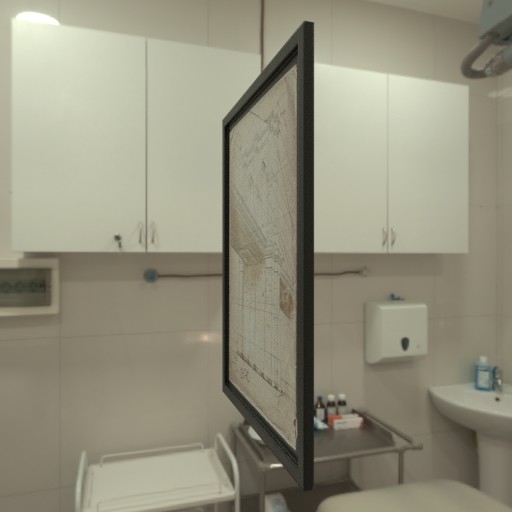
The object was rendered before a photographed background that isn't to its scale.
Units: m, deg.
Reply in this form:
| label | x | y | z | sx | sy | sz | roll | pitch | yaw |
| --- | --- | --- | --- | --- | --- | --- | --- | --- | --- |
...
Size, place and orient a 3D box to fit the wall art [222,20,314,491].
| label | x | y | z | sx | sy | sz | roll | pitch | yaw |
| --- | --- | --- | --- | --- | --- | --- | --- | --- | --- |
| wall art | 0.000 | 0.000 | 0.849 | 0.016 | 0.657 | 0.480 | 0 | 0 | -18 |
